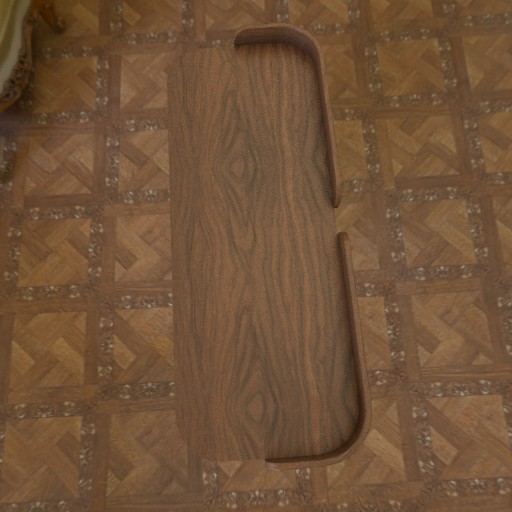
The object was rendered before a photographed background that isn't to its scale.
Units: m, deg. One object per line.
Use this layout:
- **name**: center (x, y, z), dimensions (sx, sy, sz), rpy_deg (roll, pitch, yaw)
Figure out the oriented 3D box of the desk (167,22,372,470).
- **desk**: center (0.000, 0.000, 1.583), dimensions (0.486, 0.800, 1.256), rpy_deg (-4, 75, -1)
